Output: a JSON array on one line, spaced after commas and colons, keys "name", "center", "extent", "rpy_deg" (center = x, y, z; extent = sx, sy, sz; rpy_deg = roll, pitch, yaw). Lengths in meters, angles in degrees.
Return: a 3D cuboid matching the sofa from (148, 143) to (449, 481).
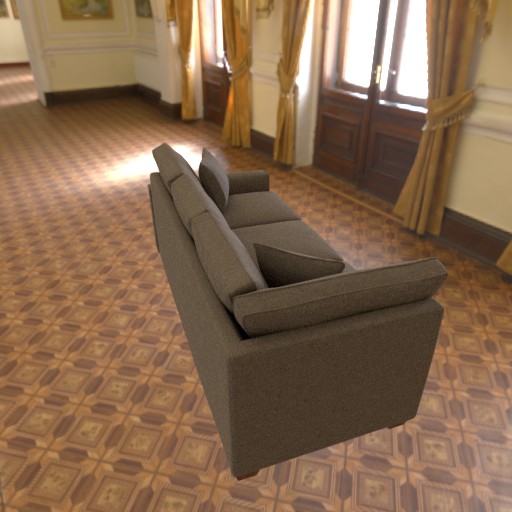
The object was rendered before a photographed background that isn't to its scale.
[{"name": "sofa", "center": [0.000, 0.000, 2.850], "extent": [1.061, 0.962, 2.317], "rpy_deg": [-10, 31, -17]}]
